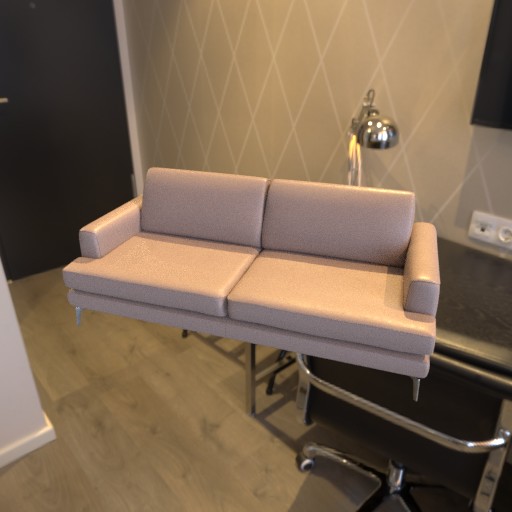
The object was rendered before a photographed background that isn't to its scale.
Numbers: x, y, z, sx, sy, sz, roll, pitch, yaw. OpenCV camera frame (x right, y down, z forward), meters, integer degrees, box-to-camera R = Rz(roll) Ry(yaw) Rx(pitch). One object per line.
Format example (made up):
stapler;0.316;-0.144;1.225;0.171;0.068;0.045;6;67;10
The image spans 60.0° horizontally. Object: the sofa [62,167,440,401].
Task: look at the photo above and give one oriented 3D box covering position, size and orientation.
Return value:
sofa;0.000;0.000;2.539;1.940;0.765;0.974;8;27;17
